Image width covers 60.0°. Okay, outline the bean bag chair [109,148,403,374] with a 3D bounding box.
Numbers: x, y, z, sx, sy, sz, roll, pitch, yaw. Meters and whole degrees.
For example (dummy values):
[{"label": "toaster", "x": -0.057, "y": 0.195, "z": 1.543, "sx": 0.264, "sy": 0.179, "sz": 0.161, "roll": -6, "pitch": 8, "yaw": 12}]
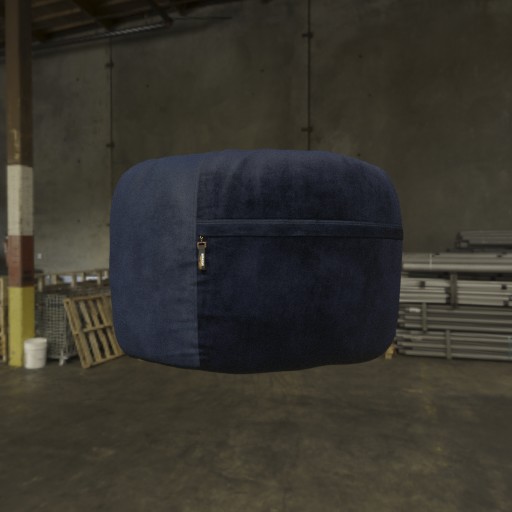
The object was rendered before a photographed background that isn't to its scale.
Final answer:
[{"label": "bean bag chair", "x": 0.000, "y": 0.000, "z": 1.932, "sx": 1.219, "sy": 0.762, "sz": 1.219, "roll": 0, "pitch": 0, "yaw": 0}]
